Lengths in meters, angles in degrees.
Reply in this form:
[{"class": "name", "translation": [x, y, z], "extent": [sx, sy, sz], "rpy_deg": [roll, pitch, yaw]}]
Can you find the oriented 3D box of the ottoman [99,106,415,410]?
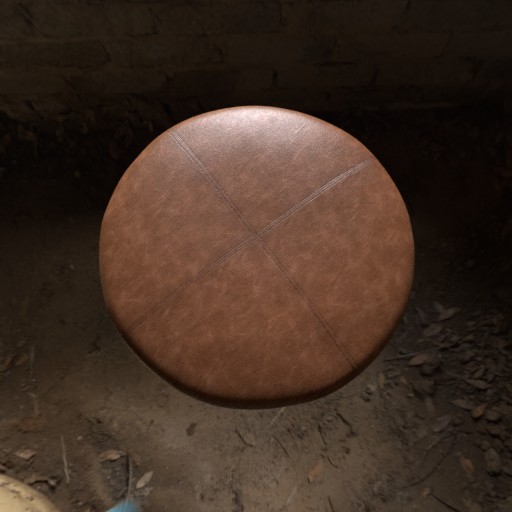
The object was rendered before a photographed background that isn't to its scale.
[{"class": "ottoman", "translation": [0.000, 0.000, 1.545], "extent": [1.006, 0.445, 1.006], "rpy_deg": [0, 74, 0]}]
